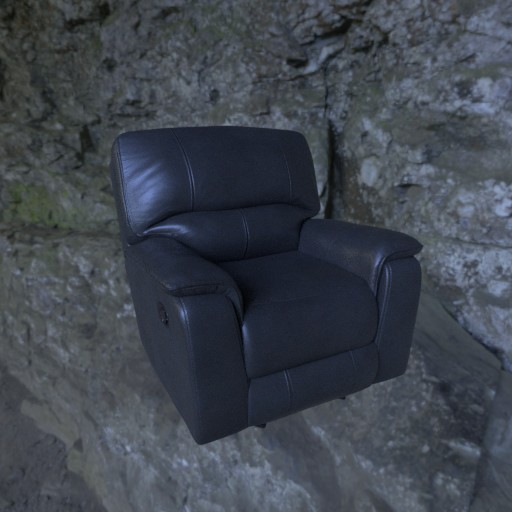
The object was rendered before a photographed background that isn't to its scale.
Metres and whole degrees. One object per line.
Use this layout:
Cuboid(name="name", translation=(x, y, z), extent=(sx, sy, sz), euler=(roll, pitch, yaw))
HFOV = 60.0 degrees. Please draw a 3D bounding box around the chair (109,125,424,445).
Cuboid(name="chair", translation=(0.000, 0.000, 1.986), extent=(1.096, 1.109, 1.087), euler=(-9, 19, -26))
